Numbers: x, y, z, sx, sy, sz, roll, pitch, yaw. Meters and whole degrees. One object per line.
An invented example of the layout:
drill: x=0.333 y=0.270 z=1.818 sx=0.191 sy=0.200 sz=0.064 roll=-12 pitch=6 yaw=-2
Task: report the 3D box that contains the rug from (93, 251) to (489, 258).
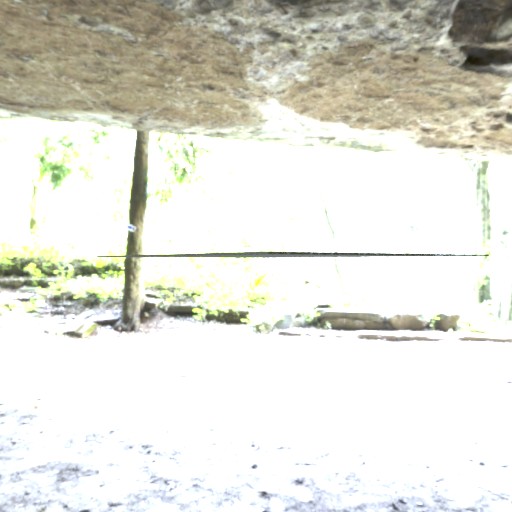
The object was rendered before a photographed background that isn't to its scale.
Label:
rug: x=0.000 y=0.000 z=3.090 sx=1.548 sy=0.013 sz=2.486 roll=0 pitch=-1 yaw=-36
